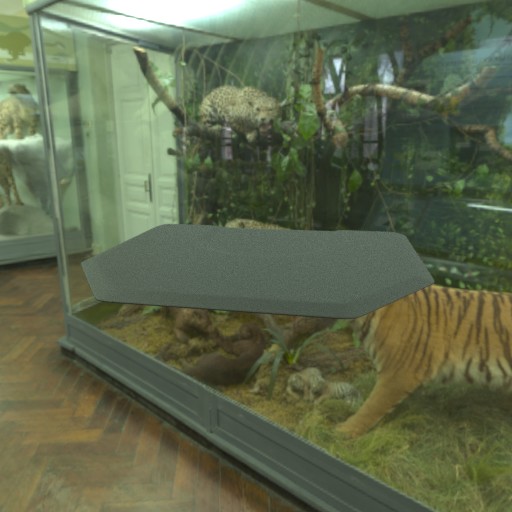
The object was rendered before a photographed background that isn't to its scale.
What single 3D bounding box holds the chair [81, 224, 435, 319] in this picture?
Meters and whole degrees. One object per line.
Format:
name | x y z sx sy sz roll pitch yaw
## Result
chair | 0.000 0.000 1.892 1.372 0.024 1.219 3 15 10
